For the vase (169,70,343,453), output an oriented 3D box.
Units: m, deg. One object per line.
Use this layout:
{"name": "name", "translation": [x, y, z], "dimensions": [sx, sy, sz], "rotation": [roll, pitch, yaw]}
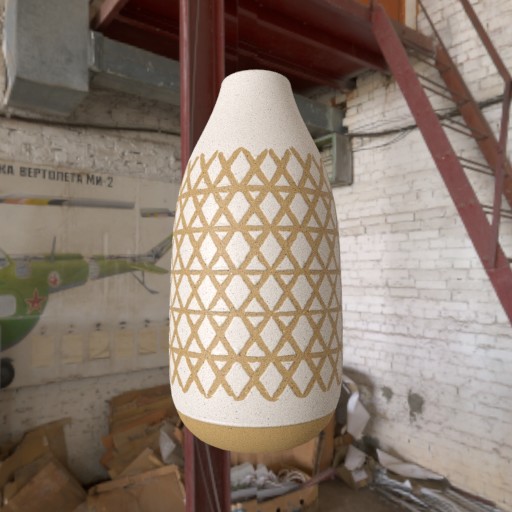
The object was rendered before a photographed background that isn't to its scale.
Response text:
{"name": "vase", "translation": [0.000, 0.000, 0.485], "dimensions": [0.186, 0.380, 0.186], "rotation": [0, -2, 0]}
